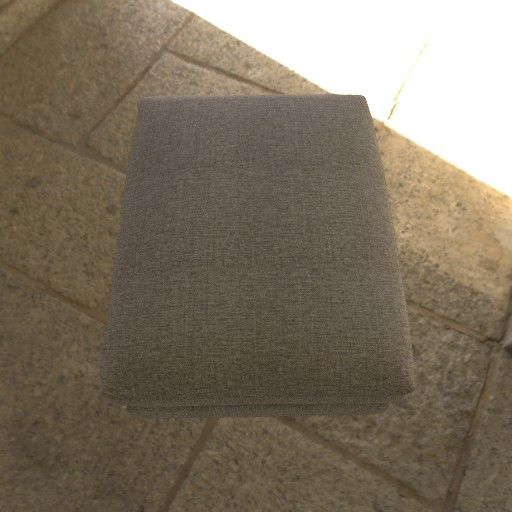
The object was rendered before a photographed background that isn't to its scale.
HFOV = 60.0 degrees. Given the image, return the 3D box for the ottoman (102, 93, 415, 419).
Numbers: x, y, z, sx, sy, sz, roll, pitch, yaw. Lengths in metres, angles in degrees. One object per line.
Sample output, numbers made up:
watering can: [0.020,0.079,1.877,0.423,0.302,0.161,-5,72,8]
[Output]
ottoman: [0.000,0.000,1.110,0.584,0.513,0.741,-1,64,0]
